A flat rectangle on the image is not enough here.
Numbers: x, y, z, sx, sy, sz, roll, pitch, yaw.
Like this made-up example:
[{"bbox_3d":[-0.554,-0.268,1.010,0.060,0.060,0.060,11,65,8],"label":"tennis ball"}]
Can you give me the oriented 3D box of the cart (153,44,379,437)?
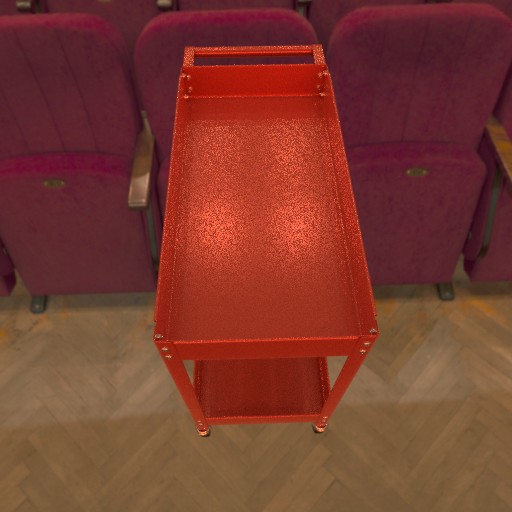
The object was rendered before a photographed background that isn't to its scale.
[{"bbox_3d":[0.000,0.000,1.159,0.366,0.719,0.779,-1,57,-1],"label":"cart"}]
